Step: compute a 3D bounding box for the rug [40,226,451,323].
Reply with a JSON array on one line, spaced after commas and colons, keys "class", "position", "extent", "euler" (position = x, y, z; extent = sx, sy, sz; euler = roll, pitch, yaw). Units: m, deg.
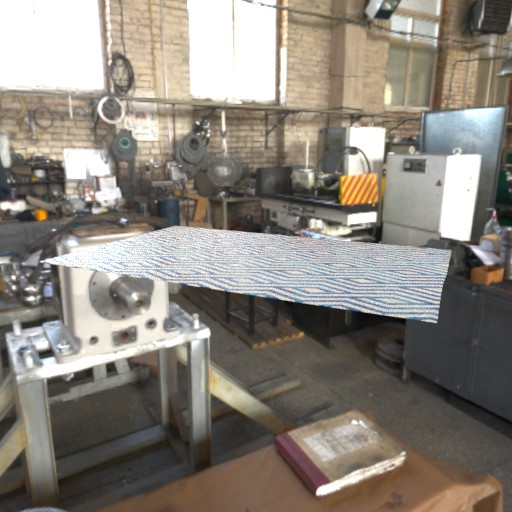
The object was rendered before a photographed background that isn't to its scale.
[{"class": "rug", "position": [0.000, 0.000, 3.079], "extent": [2.439, 0.008, 1.531], "euler": [6, 15, 25]}]
